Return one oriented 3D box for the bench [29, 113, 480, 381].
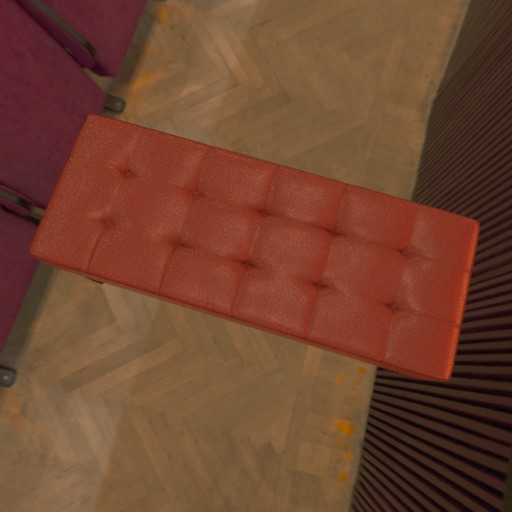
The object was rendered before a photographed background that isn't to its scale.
[{"bbox_3d":[0.000,0.000,1.344,1.105,0.460,0.432,16,77,4],"label":"bench"}]
